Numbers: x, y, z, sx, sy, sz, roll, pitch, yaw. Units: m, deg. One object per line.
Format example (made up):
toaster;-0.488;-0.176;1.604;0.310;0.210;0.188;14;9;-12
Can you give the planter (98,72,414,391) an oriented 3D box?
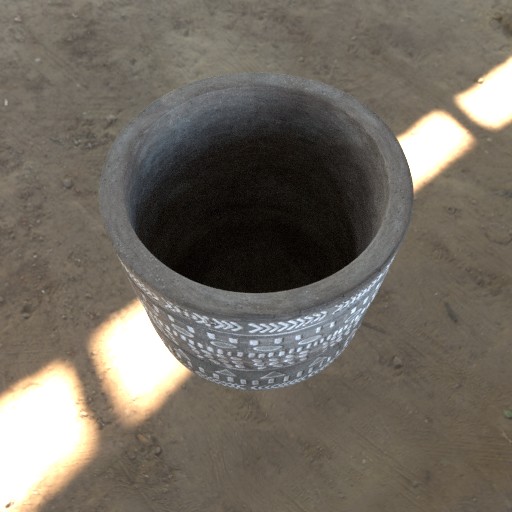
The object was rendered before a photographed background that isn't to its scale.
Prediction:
planter;0.000;0.000;0.226;0.122;0.128;0.122;0;59;0
